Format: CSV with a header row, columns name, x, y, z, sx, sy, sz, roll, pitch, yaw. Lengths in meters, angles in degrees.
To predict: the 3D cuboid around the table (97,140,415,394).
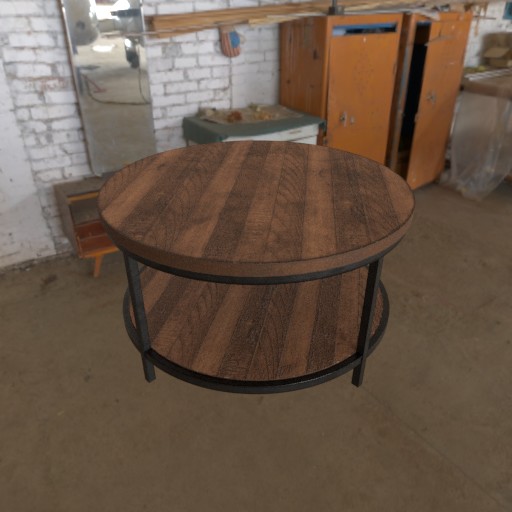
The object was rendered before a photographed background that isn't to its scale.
name,x,y,z,sx,sy,sz,roll,pitch,yaw
table,0.000,0.000,1.336,0.837,0.462,0.837,0,31,0
